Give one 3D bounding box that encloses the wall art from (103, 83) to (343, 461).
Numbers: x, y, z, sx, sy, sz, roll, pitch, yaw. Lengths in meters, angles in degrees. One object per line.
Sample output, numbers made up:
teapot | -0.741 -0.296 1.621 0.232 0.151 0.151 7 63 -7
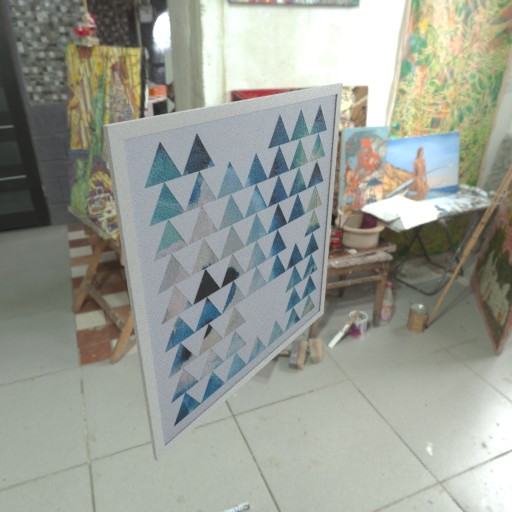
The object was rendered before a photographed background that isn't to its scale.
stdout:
wall art | 0.000 0.000 0.675 0.007 0.456 0.456 20 33 33
